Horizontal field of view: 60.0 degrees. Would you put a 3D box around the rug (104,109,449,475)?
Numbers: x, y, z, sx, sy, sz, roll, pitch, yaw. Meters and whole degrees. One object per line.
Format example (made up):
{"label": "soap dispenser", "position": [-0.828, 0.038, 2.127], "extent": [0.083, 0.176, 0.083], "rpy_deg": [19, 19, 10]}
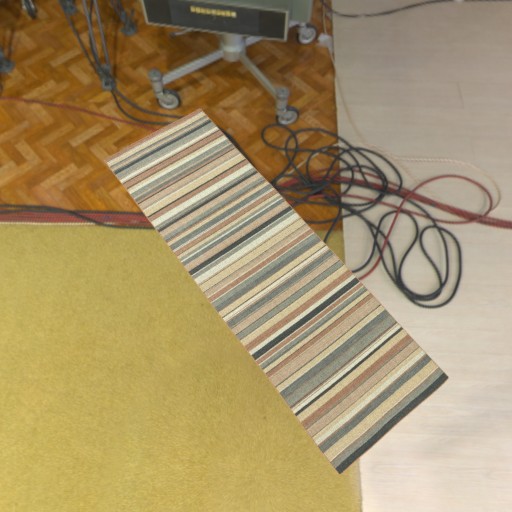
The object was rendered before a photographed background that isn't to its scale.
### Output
{"label": "rug", "position": [0.000, 0.000, 2.727], "extent": [0.799, 0.010, 2.444], "rpy_deg": [-34, 68, -15]}
